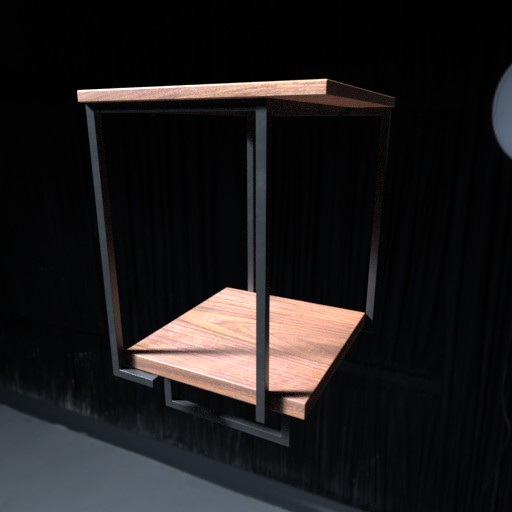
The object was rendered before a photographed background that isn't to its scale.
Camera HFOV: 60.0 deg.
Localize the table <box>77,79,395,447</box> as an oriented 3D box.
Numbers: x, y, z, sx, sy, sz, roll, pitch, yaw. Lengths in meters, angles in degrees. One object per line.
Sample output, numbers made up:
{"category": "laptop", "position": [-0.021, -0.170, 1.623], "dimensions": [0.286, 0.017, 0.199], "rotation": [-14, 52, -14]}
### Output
{"category": "table", "position": [0.000, 0.000, 0.827], "dimensions": [0.384, 0.567, 0.411], "rotation": [8, 18, 26]}
